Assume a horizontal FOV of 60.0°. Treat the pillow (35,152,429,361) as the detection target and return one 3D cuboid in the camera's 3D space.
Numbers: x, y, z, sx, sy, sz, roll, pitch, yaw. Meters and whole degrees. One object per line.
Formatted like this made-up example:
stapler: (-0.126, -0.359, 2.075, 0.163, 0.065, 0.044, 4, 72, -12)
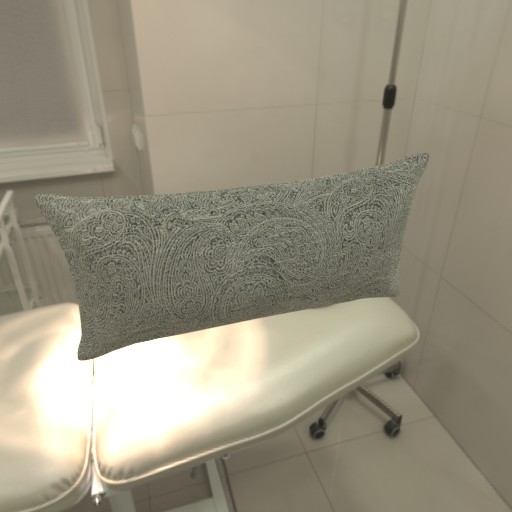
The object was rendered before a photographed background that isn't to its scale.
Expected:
pillow: (0.000, 0.000, 0.738, 0.615, 0.295, 0.151, -9, 31, -15)
